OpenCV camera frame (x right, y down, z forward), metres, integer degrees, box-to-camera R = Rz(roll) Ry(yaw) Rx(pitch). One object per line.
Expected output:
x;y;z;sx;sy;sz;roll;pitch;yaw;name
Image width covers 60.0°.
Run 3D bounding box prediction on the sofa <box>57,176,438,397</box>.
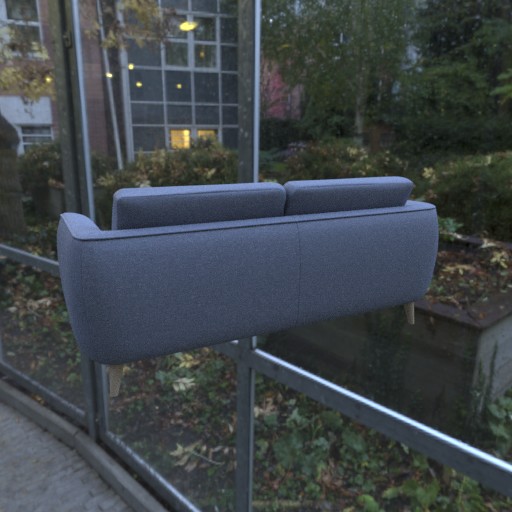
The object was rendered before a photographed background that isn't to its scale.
0.000;0.000;2.526;2.000;0.870;0.920;-7;16;-26;sofa
